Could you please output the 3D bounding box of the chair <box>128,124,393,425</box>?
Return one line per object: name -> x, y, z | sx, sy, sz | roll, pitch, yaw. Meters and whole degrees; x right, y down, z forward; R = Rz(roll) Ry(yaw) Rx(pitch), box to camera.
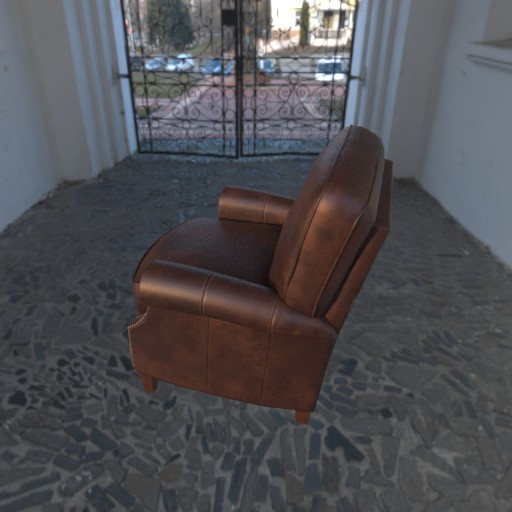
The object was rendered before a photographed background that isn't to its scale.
chair -> 0.000, 0.000, 1.822 | 0.986, 1.018, 0.936 | 8, 30, 14
